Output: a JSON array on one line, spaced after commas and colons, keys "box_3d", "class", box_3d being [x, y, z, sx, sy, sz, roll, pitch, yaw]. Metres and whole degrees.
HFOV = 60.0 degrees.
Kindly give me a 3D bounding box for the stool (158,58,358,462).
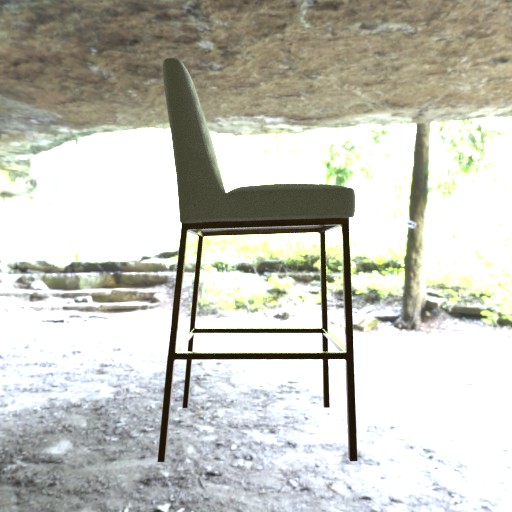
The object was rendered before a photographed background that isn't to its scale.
[{"box_3d": [0.000, 0.000, 1.385, 0.546, 1.084, 0.462, 0, 0, -1], "class": "stool"}]
